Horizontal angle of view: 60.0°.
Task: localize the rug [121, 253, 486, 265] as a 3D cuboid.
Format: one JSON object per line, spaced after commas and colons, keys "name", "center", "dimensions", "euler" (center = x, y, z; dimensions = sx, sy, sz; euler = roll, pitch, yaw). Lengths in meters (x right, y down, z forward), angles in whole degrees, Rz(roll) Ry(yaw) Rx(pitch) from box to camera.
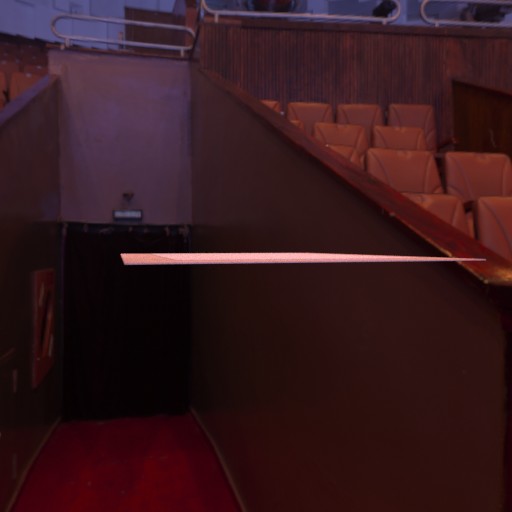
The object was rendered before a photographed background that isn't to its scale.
{"name": "rug", "center": [0.000, 0.000, 4.208], "dimensions": [2.438, 0.014, 3.048], "euler": [0, 1, -17]}
